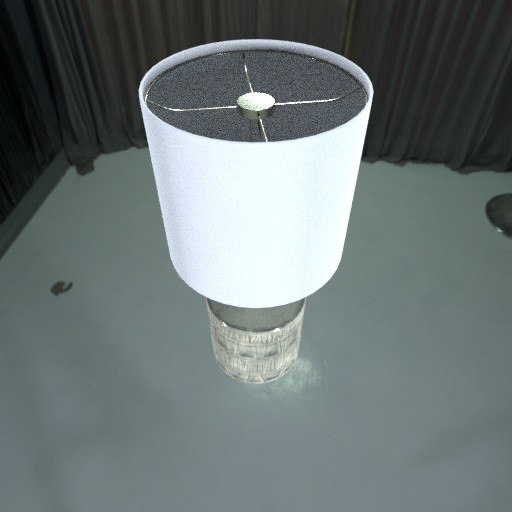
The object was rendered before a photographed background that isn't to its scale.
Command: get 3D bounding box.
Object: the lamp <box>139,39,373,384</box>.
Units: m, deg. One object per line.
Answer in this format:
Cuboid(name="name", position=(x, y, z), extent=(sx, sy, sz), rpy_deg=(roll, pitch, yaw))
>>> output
Cuboid(name="lamp", position=(0.000, 0.000, 0.568), extent=(0.211, 0.455, 0.211), rpy_deg=(4, 46, 4))
